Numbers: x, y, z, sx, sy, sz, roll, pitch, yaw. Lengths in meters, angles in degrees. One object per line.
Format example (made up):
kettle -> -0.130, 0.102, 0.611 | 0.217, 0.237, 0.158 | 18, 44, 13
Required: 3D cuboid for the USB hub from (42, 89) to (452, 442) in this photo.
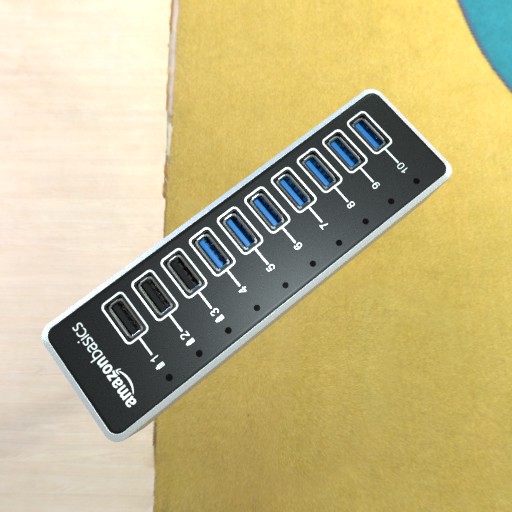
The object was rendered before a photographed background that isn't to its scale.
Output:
USB hub -> 0.000, 0.000, 0.159 | 0.145, 0.023, 0.044 | -38, 79, -8
